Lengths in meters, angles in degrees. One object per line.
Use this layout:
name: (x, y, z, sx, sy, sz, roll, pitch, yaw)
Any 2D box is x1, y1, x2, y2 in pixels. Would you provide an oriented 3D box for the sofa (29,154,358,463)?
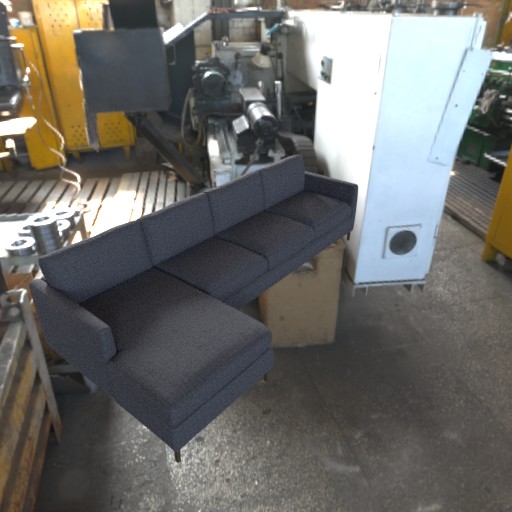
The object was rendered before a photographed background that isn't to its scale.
sofa: (0.000, 0.000, 2.883, 1.125, 0.673, 2.445, 22, 36, 33)
